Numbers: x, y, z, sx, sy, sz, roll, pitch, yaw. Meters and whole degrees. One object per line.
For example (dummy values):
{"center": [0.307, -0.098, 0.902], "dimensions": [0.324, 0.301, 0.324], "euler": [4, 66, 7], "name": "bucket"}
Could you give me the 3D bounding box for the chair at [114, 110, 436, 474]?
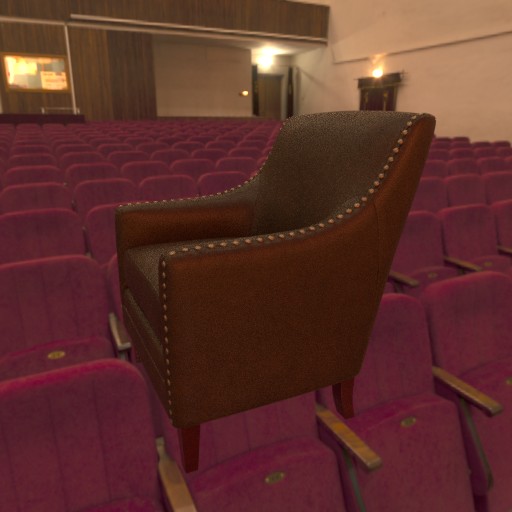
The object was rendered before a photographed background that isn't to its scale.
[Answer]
{"center": [0.000, 0.000, 1.294], "dimensions": [0.704, 0.813, 0.639], "euler": [-8, 18, -25], "name": "chair"}
